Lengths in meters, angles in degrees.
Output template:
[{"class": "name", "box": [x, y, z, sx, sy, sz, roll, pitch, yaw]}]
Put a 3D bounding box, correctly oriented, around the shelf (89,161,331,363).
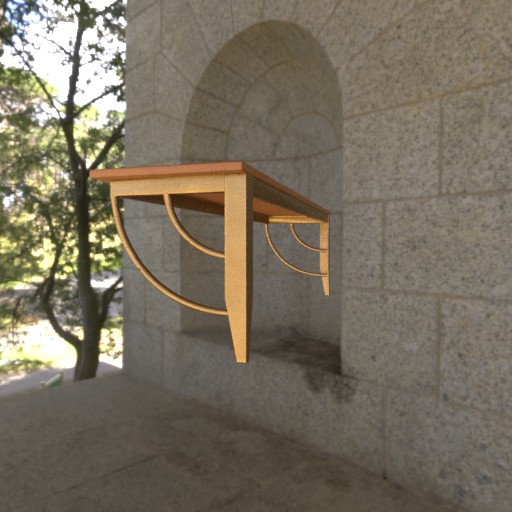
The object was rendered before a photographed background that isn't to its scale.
[{"class": "shelf", "box": [0.000, 0.000, 0.738, 0.166, 0.190, 0.636, 0, 1, 17]}]
